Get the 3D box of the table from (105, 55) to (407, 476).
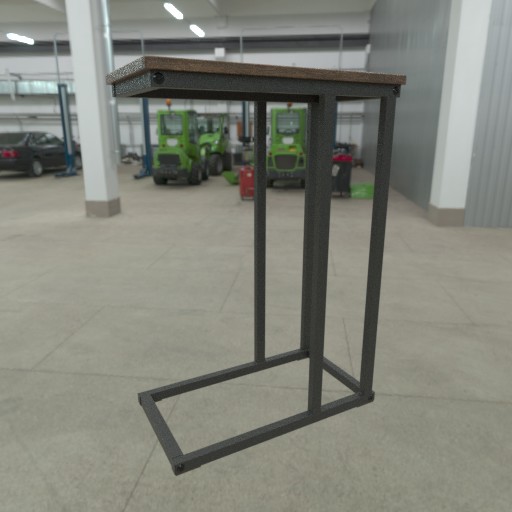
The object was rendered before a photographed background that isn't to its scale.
[{"bbox_3d":[0.000,0.000,0.840,0.450,0.637,0.254,-9,18,-28],"label":"table"}]
